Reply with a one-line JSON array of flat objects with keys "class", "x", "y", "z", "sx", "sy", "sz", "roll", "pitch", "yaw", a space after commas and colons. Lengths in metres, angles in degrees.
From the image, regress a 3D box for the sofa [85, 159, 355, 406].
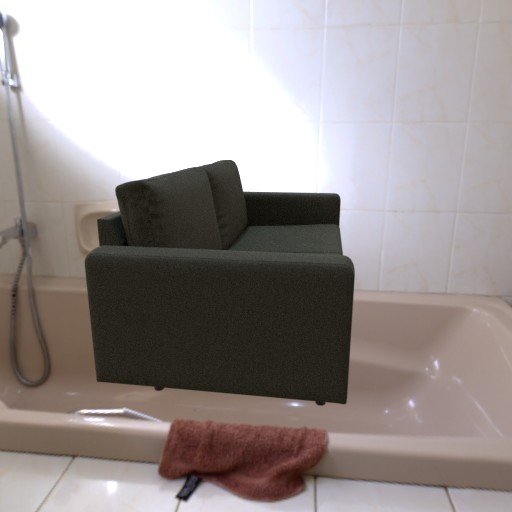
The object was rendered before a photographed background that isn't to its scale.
[{"class": "sofa", "x": 0.000, "y": 0.000, "z": 2.263, "sx": 0.889, "sy": 0.897, "sz": 1.730, "roll": 2, "pitch": 15, "yaw": 9}]
